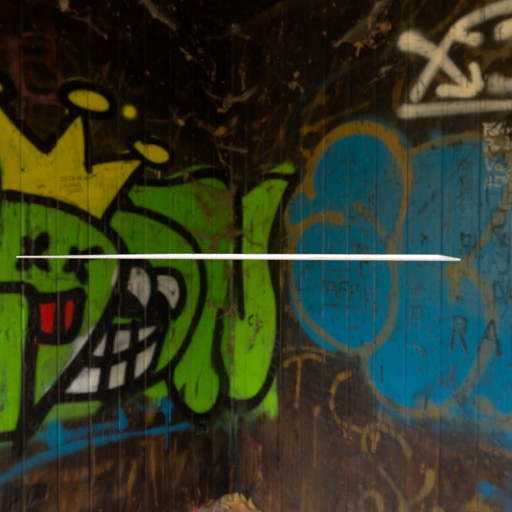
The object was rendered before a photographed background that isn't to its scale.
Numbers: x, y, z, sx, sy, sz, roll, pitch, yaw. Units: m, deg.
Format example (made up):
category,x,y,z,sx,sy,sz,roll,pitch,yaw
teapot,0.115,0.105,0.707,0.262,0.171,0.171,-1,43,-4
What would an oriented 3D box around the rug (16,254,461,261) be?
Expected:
category,x,y,z,sx,sy,sz,roll,pitch,yaw
rug,0.000,0.000,4.173,3.307,0.013,2.393,0,1,20
